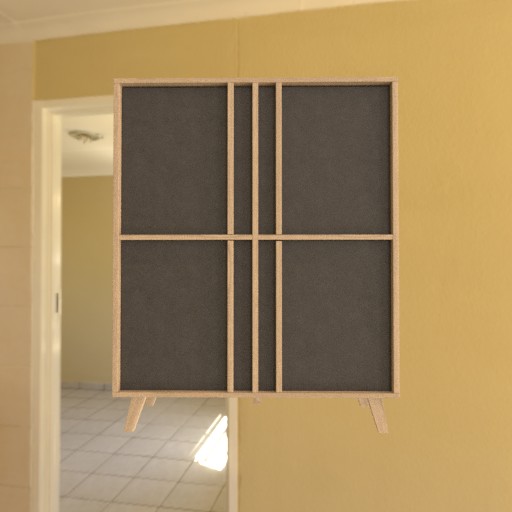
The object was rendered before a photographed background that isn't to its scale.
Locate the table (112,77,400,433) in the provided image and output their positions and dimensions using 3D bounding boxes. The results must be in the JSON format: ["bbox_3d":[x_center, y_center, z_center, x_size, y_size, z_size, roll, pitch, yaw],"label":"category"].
[{"bbox_3d":[0.000,0.000,1.919,1.111,1.388,0.398,0,-1,1],"label":"table"}]
